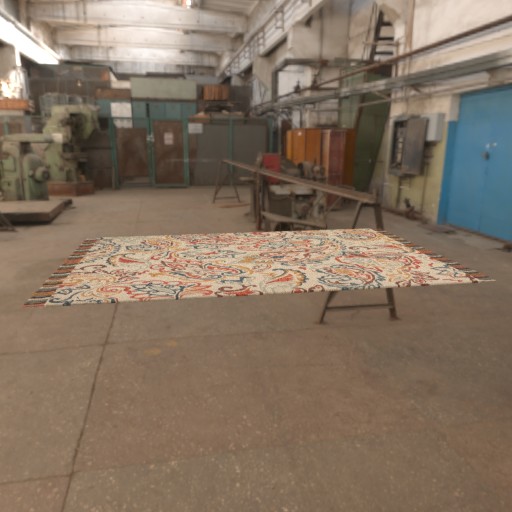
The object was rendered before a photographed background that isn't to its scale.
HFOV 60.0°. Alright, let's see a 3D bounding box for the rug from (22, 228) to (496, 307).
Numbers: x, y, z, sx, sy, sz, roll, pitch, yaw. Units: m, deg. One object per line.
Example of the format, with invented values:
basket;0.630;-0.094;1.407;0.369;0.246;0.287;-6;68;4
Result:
rug;0.000;0.000;2.400;1.997;0.010;1.218;-2;15;-9
